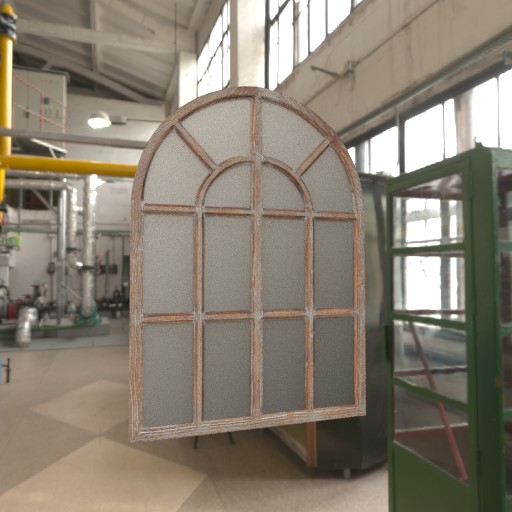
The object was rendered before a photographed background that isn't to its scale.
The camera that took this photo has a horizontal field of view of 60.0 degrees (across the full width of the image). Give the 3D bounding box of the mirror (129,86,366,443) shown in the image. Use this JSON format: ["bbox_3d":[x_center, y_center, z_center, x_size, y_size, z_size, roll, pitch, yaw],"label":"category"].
[{"bbox_3d":[0.000,0.000,1.209,0.660,0.920,0.032,0,-1,-18],"label":"mirror"}]
